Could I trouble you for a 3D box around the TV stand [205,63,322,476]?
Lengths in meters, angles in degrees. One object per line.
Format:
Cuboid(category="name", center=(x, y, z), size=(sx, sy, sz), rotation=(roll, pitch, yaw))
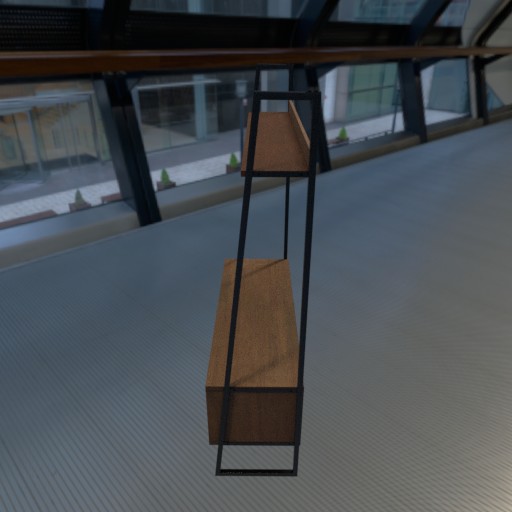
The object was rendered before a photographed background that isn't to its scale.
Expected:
Cuboid(category="TV stand", center=(0.000, 0.000, 2.313), size=(0.432, 1.772, 1.250), rotation=(0, 27, 0))
